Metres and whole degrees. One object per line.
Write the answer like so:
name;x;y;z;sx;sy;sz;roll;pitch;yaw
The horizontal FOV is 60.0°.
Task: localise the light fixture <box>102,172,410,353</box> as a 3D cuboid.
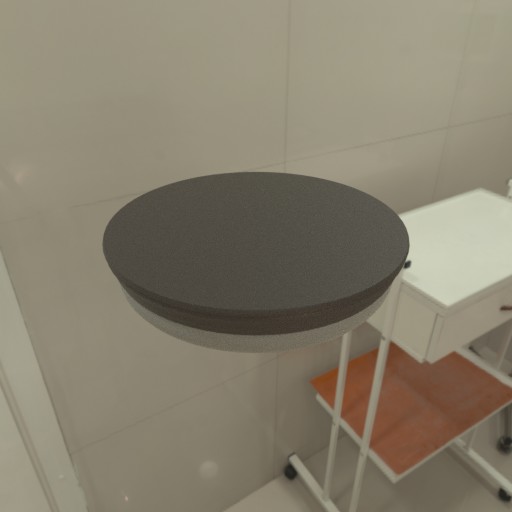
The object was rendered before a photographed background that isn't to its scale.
light fixture;0.000;0.000;0.577;0.368;0.100;0.368;0;30;0
